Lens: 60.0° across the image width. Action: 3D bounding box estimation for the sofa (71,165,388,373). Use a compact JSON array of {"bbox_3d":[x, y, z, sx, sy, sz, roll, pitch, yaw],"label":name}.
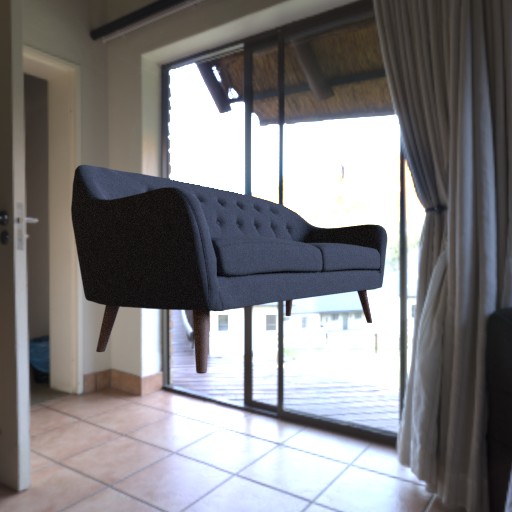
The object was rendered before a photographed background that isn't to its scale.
[{"bbox_3d":[0.000,0.000,2.338,0.820,0.820,1.840,0,-1,36],"label":"sofa"}]
